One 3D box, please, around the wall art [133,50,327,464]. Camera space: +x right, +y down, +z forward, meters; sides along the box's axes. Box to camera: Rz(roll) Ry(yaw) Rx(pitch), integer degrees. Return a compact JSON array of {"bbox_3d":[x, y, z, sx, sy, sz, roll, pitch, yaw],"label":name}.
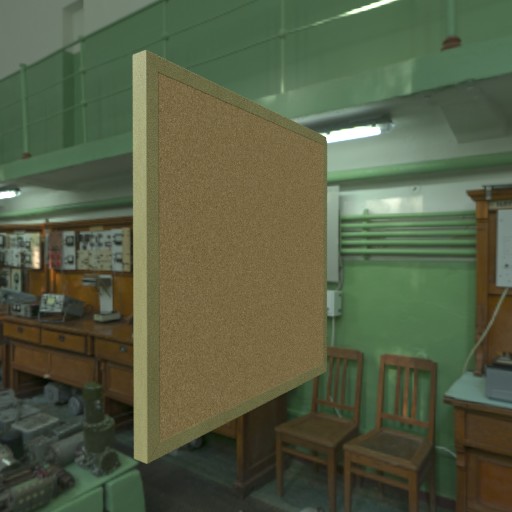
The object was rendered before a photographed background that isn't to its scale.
[{"bbox_3d":[0.000,0.000,1.139,0.037,0.763,0.763,0,1,35],"label":"wall art"}]
